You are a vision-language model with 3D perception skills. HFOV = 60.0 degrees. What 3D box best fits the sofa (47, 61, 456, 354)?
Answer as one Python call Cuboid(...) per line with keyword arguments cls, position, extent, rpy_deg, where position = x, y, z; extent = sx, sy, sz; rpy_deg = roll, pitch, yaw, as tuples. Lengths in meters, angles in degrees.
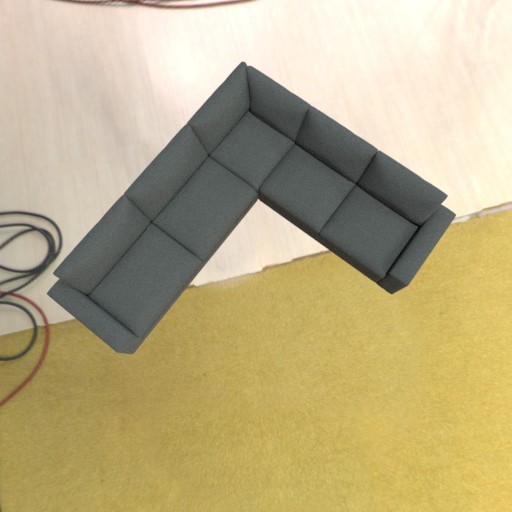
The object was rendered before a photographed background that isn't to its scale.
Cuboid(cls="sofa", position=(0.000, 0.000, 4.735), extent=(2.895, 0.965, 3.277), rpy_deg=(36, 79, 9))
